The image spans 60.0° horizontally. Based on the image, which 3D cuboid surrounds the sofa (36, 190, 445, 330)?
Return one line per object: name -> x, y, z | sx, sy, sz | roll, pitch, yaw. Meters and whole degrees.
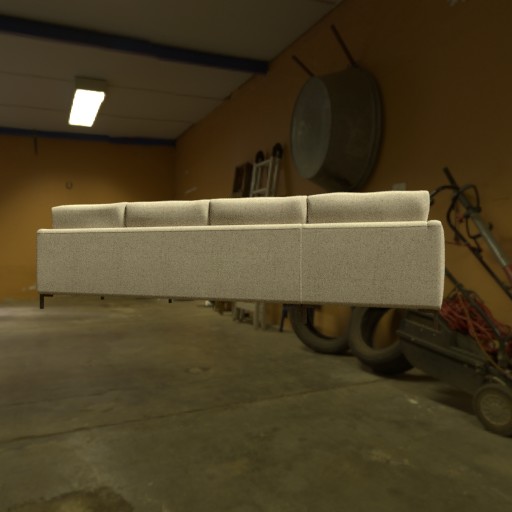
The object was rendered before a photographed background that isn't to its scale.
sofa -> 0.000, 0.000, 3.599 | 2.737, 0.756, 1.879 | 0, 0, 19
